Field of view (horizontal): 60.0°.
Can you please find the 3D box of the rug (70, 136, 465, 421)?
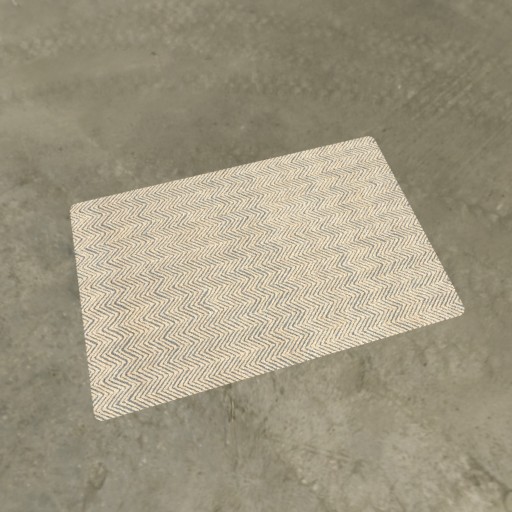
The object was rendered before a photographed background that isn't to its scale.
[{"bbox_3d":[0.000,0.000,2.238,1.752,0.008,1.144,-15,64,-7],"label":"rug"}]
